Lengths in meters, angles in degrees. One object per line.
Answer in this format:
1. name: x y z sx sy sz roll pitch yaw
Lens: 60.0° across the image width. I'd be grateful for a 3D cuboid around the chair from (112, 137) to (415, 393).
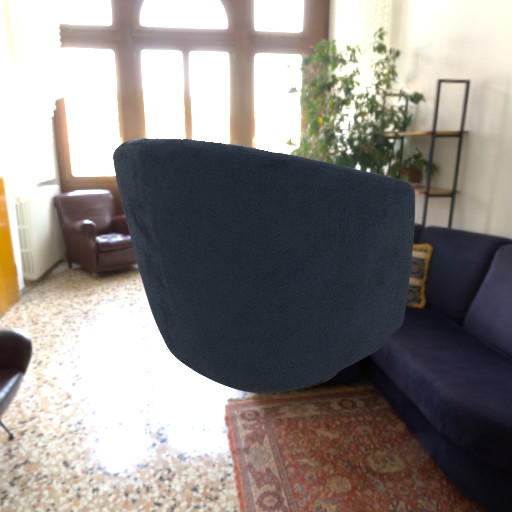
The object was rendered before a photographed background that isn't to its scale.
1. chair: 0.000 0.000 1.371 0.767 0.698 0.773 -13 19 -43
